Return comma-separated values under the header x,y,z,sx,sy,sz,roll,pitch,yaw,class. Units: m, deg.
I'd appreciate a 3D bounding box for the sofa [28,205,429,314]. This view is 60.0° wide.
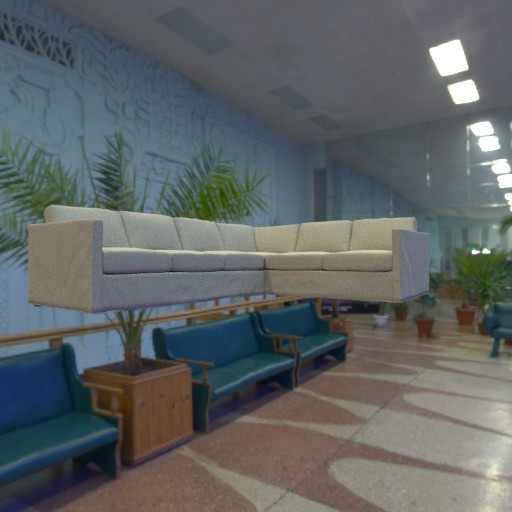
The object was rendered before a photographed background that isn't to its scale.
x,y,z,sx,sy,sz,roll,pitch,yaw,class
0.000,0.000,4.272,2.432,0.871,3.182,-1,-1,36,sofa
